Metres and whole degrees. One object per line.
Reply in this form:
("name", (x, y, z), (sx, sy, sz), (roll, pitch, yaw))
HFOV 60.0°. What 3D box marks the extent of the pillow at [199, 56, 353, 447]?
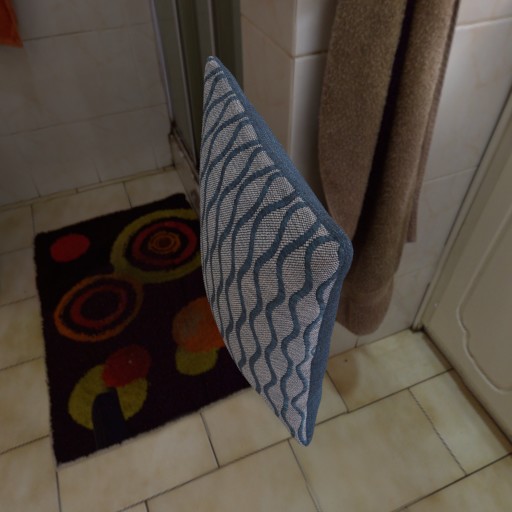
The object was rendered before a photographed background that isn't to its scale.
("pillow", (0.000, 0.000, 0.666), (0.159, 0.435, 0.435), (-15, 49, -14))
